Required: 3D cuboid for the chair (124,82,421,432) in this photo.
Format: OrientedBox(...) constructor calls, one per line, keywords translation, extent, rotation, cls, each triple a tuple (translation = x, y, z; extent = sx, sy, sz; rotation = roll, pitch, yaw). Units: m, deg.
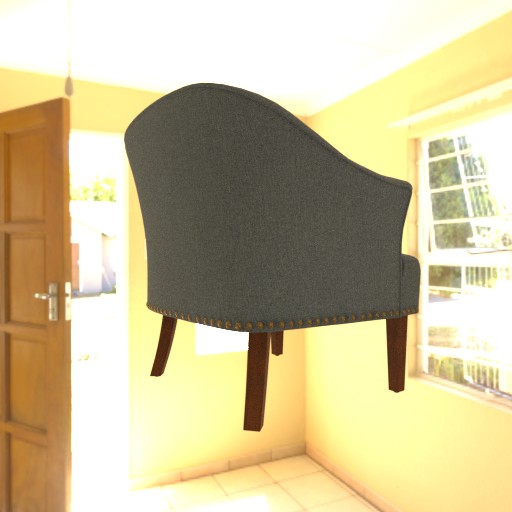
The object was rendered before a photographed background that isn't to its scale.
OrientedBox(translation=(0.000, 0.000, 1.388), extent=(0.704, 0.815, 0.798), rotation=(0, 1, -35), cls="chair")
